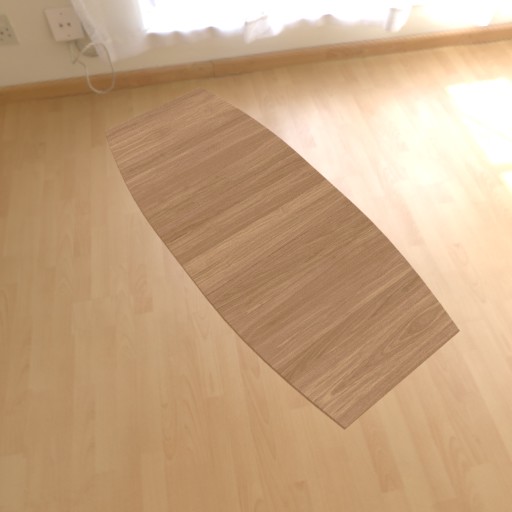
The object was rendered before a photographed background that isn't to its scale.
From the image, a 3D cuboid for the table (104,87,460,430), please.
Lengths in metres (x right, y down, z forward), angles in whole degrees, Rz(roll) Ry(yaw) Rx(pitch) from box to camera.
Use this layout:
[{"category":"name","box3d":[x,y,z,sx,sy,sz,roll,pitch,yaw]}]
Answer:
[{"category":"table","box3d":[0.000,0.000,2.545,0.900,0.750,2.032,-32,63,-19]}]
